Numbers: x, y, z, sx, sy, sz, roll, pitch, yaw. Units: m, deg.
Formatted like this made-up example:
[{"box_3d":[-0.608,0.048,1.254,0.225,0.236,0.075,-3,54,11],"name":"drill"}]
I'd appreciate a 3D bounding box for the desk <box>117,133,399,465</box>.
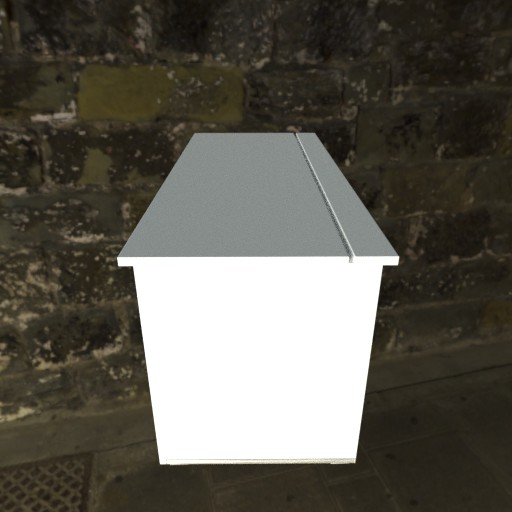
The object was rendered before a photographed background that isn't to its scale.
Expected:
[{"box_3d":[0.000,0.000,1.928,0.670,0.760,1.580,0,26,0],"name":"desk"}]
